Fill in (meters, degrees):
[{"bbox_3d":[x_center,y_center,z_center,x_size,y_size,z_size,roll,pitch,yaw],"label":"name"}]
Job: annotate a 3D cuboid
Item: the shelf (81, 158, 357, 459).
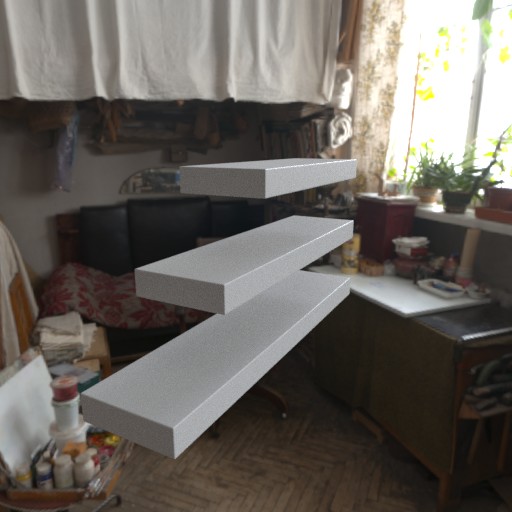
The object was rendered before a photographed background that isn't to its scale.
[{"bbox_3d":[0.000,0.000,0.724,0.140,0.293,0.610,8,16,28],"label":"shelf"}]
